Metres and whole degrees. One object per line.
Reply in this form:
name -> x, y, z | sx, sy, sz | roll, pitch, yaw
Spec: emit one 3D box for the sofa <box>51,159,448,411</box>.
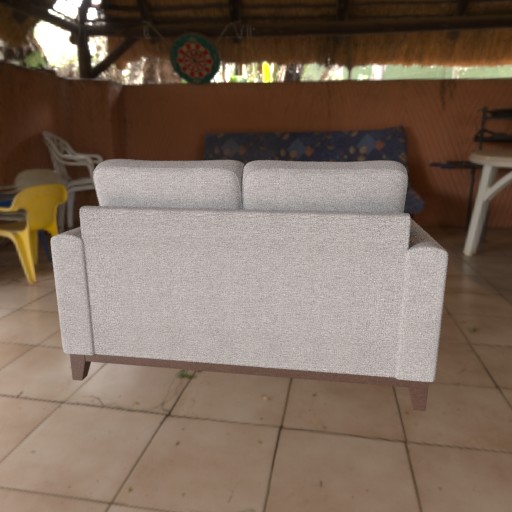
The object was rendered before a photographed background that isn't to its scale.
sofa -> 0.000, 0.000, 2.017 | 1.420, 0.873, 0.917 | 2, 14, 9
